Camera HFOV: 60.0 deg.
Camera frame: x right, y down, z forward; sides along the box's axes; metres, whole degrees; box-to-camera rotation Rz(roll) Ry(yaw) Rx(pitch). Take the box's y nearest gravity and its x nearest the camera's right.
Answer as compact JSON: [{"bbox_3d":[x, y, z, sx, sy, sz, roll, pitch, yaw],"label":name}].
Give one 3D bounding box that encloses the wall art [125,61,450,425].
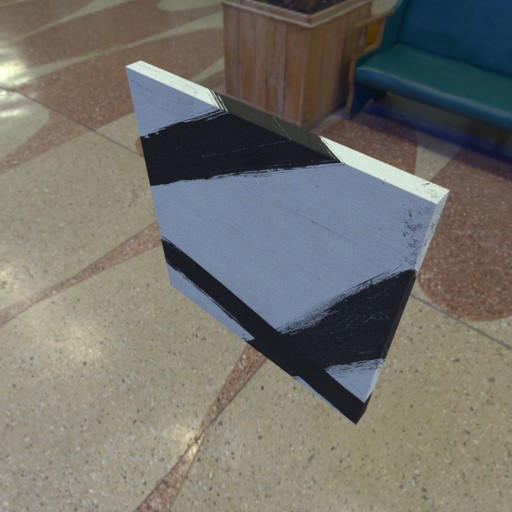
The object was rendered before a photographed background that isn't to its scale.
[{"bbox_3d":[0.000,0.000,1.126,0.765,0.765,0.046,32,53,28],"label":"wall art"}]
